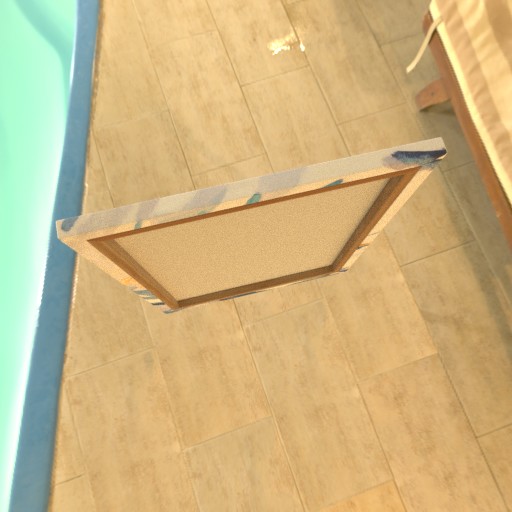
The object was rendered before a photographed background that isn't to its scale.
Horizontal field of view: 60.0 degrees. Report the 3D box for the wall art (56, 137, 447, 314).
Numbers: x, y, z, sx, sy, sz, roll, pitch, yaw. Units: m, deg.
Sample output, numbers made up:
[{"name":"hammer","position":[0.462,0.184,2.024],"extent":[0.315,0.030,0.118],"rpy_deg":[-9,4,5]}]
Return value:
[{"name":"wall art","position":[0.000,0.000,1.333],"extent":[0.761,1.015,0.038],"rpy_deg":[-13,75,-3]}]
